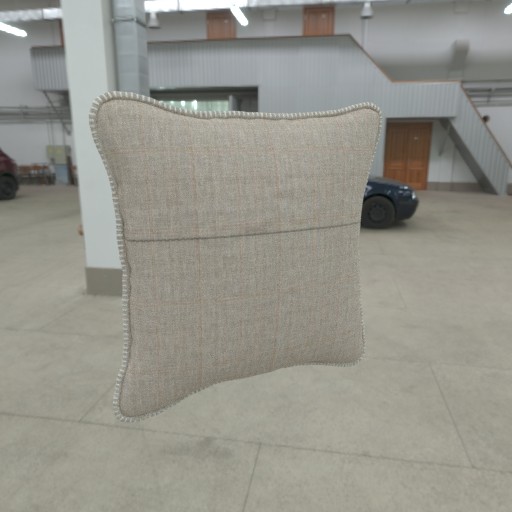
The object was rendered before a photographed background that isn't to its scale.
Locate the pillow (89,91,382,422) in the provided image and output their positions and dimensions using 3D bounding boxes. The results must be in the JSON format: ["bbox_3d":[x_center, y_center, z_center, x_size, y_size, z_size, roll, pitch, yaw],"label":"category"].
[{"bbox_3d":[0.000,0.000,0.729,0.485,0.494,0.124,-7,16,-24],"label":"pillow"}]
